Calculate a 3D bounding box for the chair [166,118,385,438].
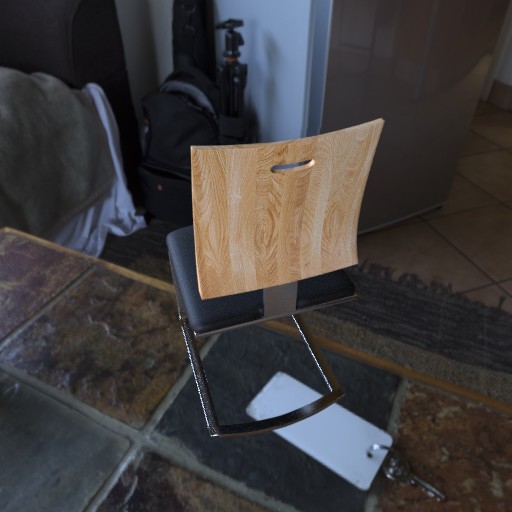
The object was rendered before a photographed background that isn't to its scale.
[{"bbox_3d":[0.000,0.000,1.266,0.462,0.936,0.560,-12,42,-14],"label":"chair"}]
